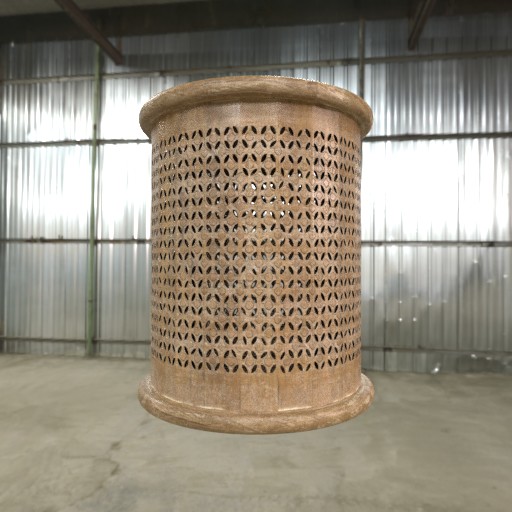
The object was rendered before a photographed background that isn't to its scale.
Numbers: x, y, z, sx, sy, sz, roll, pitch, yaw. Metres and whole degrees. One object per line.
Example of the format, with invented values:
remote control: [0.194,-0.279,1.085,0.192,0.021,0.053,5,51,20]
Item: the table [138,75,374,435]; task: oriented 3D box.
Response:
table: [0.000,0.000,0.791,0.407,0.482,0.407,0,-1,0]
